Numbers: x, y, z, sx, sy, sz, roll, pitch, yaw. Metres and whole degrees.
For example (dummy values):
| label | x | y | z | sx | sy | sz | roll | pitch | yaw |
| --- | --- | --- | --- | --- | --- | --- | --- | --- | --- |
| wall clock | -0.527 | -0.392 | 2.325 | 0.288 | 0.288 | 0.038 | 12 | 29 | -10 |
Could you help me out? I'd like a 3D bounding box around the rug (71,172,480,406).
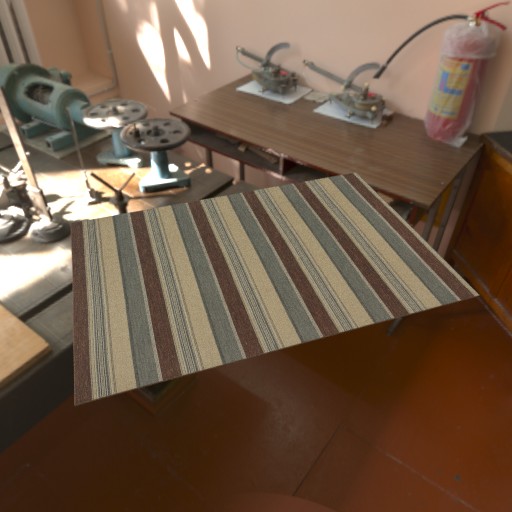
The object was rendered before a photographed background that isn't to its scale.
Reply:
| label | x | y | z | sx | sy | sz | roll | pitch | yaw |
| --- | --- | --- | --- | --- | --- | --- | --- | --- | --- |
| rug | 0.000 | 0.000 | 2.314 | 1.829 | 0.008 | 1.219 | -12 | 42 | -14 |
